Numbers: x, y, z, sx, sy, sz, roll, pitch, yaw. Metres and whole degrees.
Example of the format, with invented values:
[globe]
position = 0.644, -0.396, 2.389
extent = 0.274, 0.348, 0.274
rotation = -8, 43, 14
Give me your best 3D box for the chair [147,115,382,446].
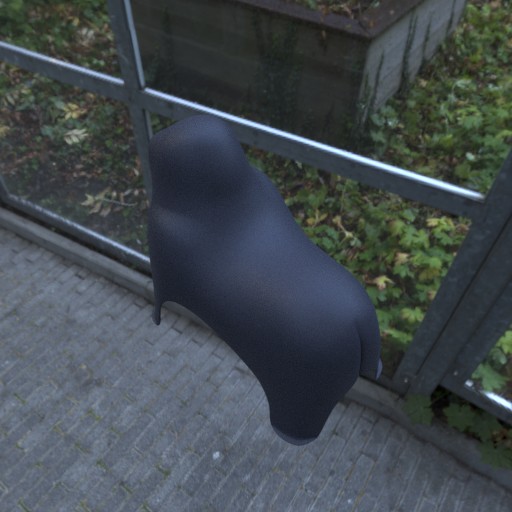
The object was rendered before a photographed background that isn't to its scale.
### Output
[chair]
position = 0.000, 0.000, 1.164
extent = 0.490, 0.600, 0.758
rotation = -33, 56, -26
